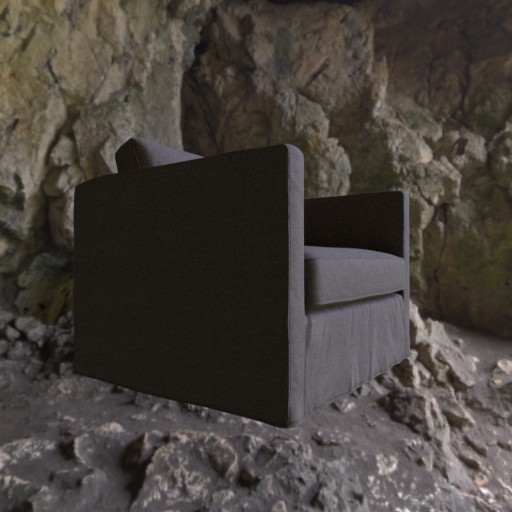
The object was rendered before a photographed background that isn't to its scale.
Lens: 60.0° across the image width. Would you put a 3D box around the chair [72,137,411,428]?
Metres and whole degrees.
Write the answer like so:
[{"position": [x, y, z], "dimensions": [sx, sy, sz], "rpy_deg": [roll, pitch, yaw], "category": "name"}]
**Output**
[{"position": [0.000, 0.000, 1.767], "dimensions": [0.949, 0.863, 1.057], "rpy_deg": [0, -1, 35], "category": "chair"}]
